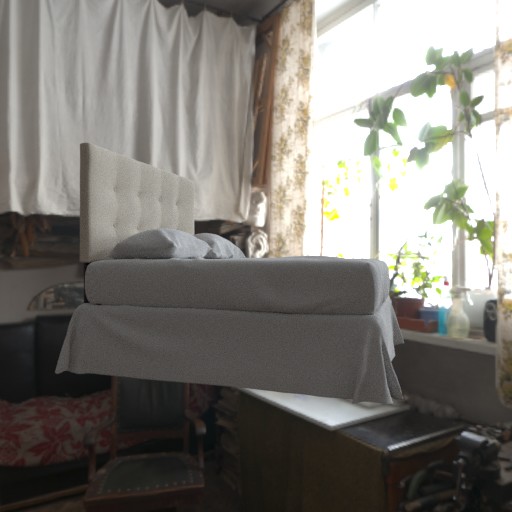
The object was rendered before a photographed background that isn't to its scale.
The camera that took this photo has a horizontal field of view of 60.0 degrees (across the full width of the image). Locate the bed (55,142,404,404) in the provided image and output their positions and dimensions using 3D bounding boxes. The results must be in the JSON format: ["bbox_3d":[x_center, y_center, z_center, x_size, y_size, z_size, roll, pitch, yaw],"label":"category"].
[{"bbox_3d":[0.000,0.000,3.512,2.222,1.577,1.936,0,0,19],"label":"bed"}]
